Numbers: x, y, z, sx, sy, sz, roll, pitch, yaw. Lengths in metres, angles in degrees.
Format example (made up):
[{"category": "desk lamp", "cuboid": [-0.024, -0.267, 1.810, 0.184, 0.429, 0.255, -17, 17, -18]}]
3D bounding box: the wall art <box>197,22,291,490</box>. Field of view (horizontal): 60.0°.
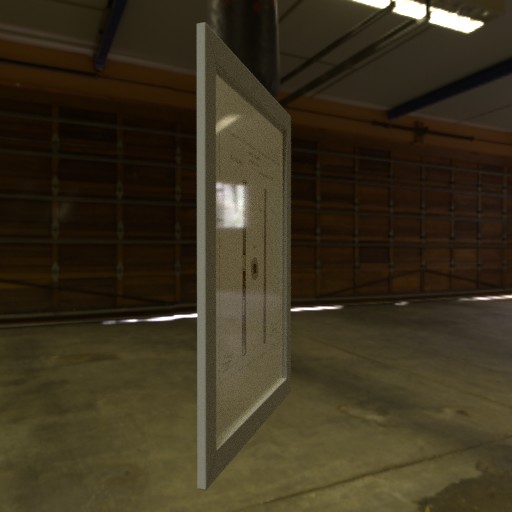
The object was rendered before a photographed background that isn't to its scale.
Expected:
[{"category": "wall art", "cuboid": [0.000, 0.000, 0.678, 0.012, 0.529, 0.374, 0, 1, 19]}]
